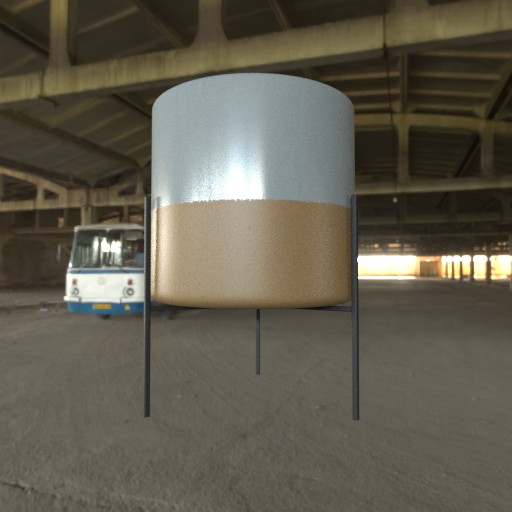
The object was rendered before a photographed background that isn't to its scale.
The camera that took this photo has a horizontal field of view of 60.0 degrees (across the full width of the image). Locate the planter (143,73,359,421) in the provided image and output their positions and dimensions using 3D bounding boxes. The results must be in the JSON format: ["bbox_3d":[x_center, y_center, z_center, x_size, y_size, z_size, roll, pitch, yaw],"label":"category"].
[{"bbox_3d":[0.000,0.000,0.672,0.310,0.432,0.310,-1,-2,18],"label":"planter"}]
